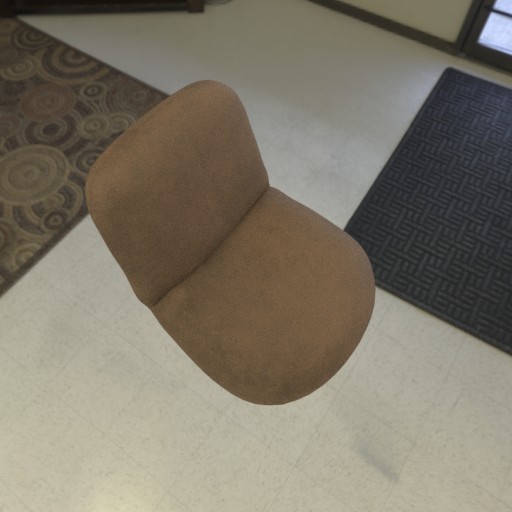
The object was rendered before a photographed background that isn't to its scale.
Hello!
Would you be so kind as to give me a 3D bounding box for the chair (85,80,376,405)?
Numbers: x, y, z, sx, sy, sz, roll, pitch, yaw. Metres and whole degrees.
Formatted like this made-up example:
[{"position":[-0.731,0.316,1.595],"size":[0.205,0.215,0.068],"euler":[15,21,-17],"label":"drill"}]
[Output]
[{"position":[0.000,0.000,1.037],"size":[0.597,0.594,0.521],"euler":[34,65,18],"label":"chair"}]
